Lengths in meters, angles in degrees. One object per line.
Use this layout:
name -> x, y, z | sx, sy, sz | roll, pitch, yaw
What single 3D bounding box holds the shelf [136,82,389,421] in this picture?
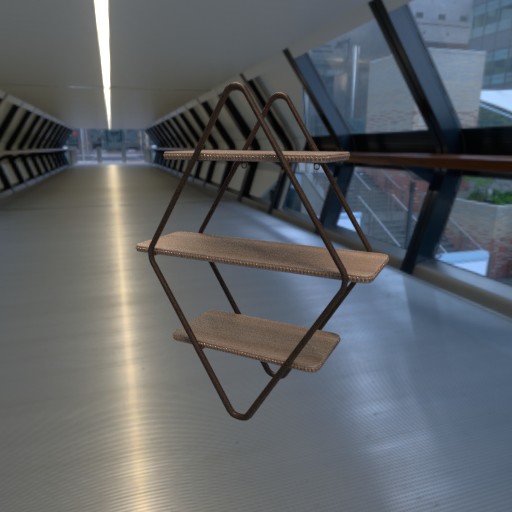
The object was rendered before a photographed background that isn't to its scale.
shelf -> 0.000, 0.000, 1.085 | 0.609, 0.774, 0.234 | 7, 16, 26
